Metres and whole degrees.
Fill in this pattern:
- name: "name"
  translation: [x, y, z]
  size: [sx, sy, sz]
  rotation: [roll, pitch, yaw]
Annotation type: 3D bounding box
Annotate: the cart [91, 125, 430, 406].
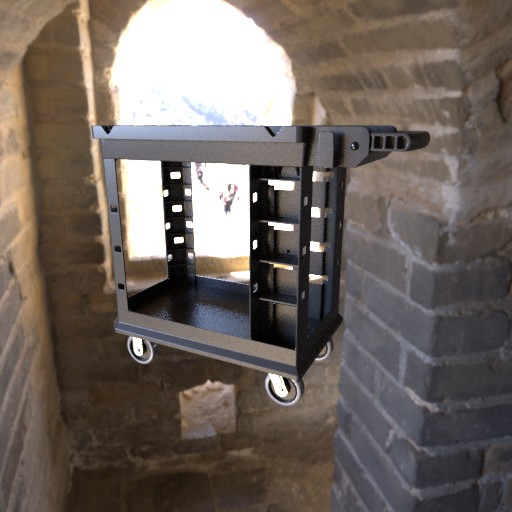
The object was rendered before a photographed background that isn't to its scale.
- name: "cart"
  translation: [0.000, 0.000, 1.565]
  size: [1.061, 0.884, 0.497]
  rotation: [8, 19, 25]
